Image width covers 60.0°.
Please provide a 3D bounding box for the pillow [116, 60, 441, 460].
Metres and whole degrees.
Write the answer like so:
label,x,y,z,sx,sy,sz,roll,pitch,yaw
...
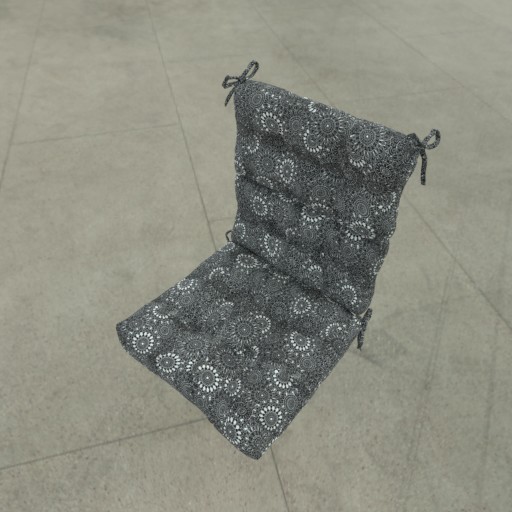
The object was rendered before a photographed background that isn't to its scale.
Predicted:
label,x,y,z,sx,sy,sz,roll,pitch,yaw
pillow,0.000,0.000,1.013,0.519,0.605,0.571,31,53,27
